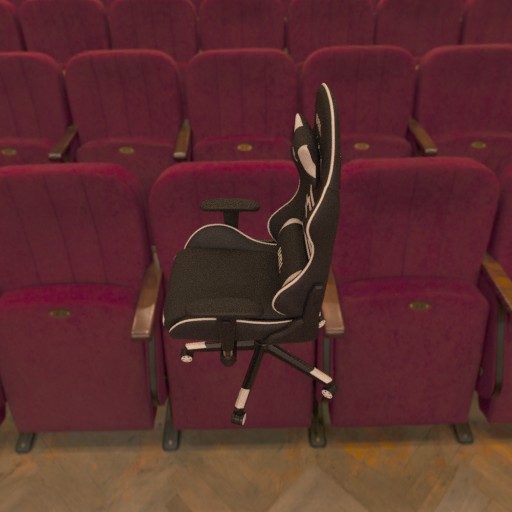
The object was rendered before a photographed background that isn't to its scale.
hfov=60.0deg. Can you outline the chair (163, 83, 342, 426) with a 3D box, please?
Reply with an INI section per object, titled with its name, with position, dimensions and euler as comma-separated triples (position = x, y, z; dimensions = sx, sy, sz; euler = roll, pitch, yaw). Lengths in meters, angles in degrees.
[chair]
position = 0.000, 0.000, 1.662
dimensions = 0.700, 1.240, 0.700
euler = -1, 40, -1
